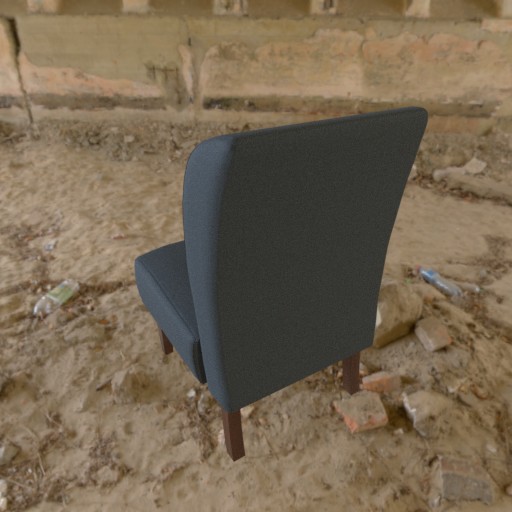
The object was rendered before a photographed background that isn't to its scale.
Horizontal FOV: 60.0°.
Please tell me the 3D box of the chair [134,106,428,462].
[{"bbox_3d":[0.000,0.000,1.164,0.513,0.804,0.592,-18,34,-28],"label":"chair"}]
